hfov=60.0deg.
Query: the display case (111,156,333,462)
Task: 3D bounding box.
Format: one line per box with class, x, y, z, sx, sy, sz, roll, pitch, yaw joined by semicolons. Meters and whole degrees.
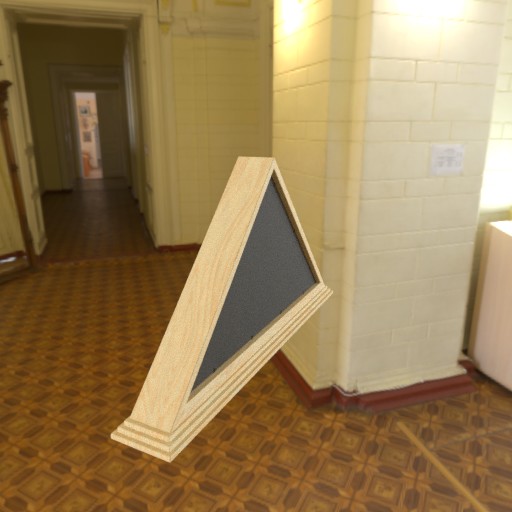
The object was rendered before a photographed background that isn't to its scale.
display case;0.000;0.000;0.779;0.095;0.340;0.640;8;18;26
